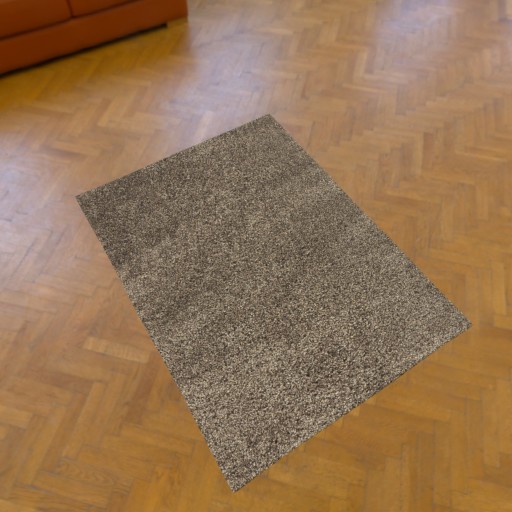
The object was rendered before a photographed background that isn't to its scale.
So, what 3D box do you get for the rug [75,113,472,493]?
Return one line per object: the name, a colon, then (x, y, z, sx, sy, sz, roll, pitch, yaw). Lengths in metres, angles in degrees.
rug: (0.000, 0.000, 2.101, 1.198, 0.025, 1.601, -28, 62, -17)
